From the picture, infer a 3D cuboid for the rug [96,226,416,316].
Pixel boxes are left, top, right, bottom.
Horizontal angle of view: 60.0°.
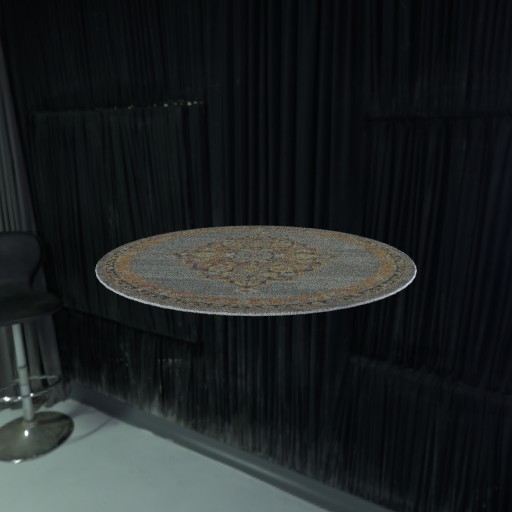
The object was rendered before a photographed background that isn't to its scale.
[{"bbox_3d":[0.000,0.000,2.339,1.598,0.010,1.598,0,15,0],"label":"rug"}]
